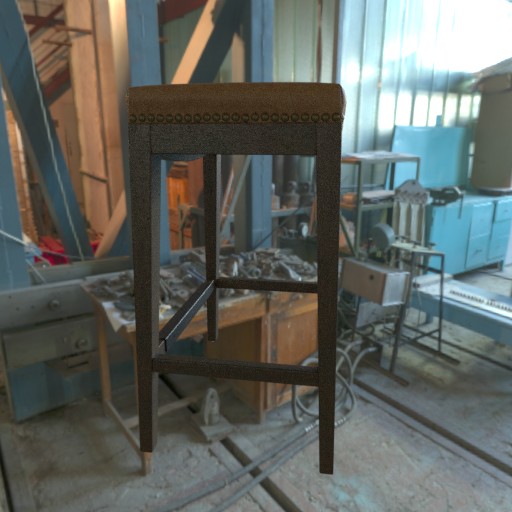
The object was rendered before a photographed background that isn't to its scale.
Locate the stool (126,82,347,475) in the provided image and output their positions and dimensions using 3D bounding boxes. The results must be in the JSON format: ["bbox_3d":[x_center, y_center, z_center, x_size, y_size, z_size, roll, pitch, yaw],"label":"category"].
[{"bbox_3d":[0.000,0.000,0.961,0.361,0.660,0.500,3,16,9],"label":"stool"}]
